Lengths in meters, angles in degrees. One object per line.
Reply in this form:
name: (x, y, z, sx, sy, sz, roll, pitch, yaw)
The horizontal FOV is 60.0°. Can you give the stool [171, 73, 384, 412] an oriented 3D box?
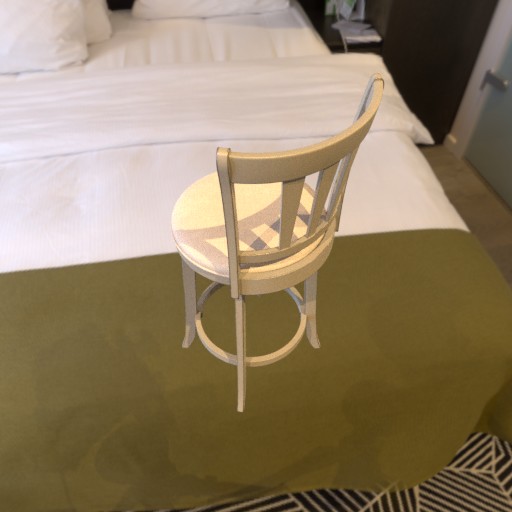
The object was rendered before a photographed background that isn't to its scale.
stool: (0.000, 0.000, 1.274, 0.436, 1.042, 0.475, -33, 55, -26)
